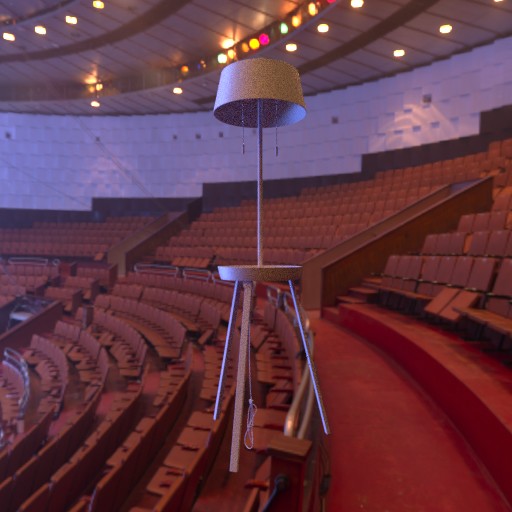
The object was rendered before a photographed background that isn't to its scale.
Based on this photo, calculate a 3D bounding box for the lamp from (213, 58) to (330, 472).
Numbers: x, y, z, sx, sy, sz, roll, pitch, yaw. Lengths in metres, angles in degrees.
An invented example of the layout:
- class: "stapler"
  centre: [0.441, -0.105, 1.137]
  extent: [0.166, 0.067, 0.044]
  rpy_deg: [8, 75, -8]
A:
- class: "lamp"
  centre: [0.000, 0.000, 1.681]
  extent: [0.508, 1.429, 0.468]
  rpy_deg: [0, 0, 18]
